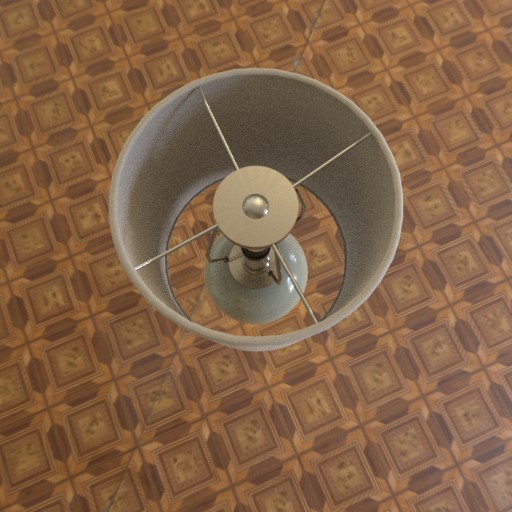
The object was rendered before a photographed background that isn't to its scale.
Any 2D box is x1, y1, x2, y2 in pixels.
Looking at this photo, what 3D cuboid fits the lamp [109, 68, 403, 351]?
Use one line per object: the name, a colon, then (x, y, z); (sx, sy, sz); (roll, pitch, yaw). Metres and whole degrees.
lamp: (0.000, 0.000, 0.472); (0.201, 0.353, 0.201); (34, 79, 8)
